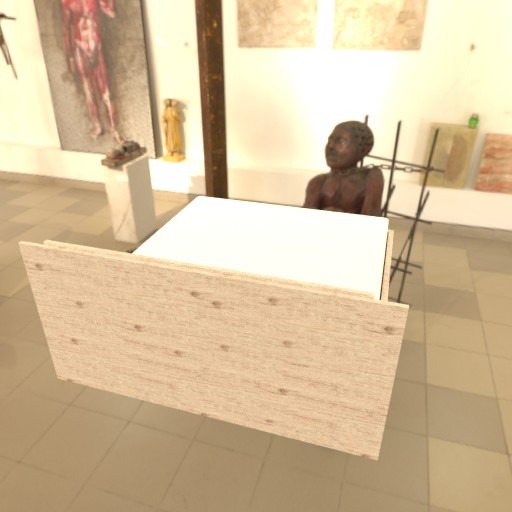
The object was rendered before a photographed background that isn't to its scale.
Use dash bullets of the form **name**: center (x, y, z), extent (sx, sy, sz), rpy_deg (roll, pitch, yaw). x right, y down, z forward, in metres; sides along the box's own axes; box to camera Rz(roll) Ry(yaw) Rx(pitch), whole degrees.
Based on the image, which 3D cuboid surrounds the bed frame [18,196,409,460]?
- **bed frame**: center (0.000, 0.000, 3.153), extent (1.950, 0.970, 2.080), rpy_deg (9, 30, 15)
